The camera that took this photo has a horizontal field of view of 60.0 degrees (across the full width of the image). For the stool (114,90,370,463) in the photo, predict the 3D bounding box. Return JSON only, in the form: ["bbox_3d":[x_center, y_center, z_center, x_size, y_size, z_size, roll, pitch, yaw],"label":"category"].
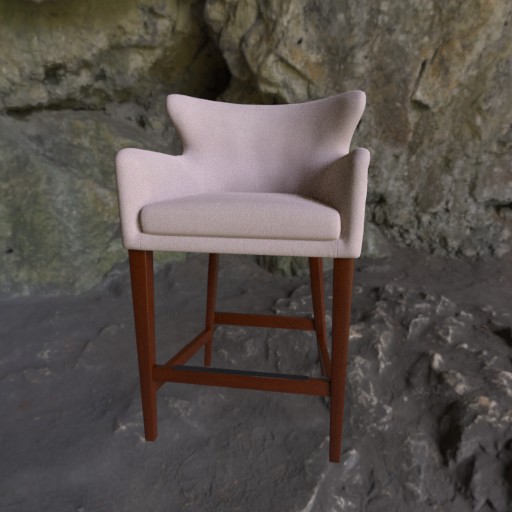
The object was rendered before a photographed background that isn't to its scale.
[{"bbox_3d":[0.000,0.000,1.325,0.601,0.951,0.570,2,14,10],"label":"stool"}]
